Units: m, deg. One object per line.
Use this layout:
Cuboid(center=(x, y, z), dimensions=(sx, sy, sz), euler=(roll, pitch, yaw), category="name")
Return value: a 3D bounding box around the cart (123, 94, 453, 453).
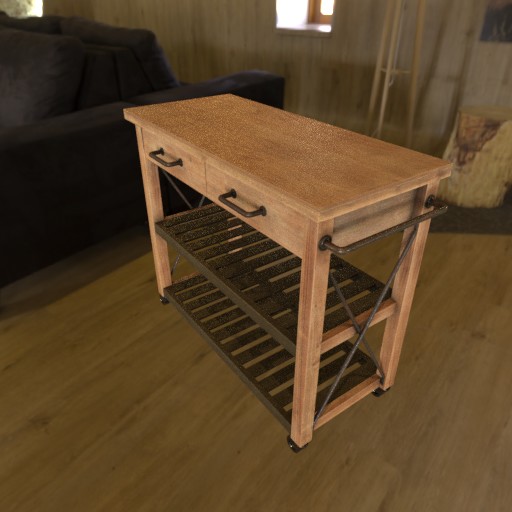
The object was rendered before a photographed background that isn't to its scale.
Cuboid(center=(0.000, 0.000, 0.987), dimensions=(0.298, 0.554, 0.686), euler=(-21, 37, -30), category="cart")
